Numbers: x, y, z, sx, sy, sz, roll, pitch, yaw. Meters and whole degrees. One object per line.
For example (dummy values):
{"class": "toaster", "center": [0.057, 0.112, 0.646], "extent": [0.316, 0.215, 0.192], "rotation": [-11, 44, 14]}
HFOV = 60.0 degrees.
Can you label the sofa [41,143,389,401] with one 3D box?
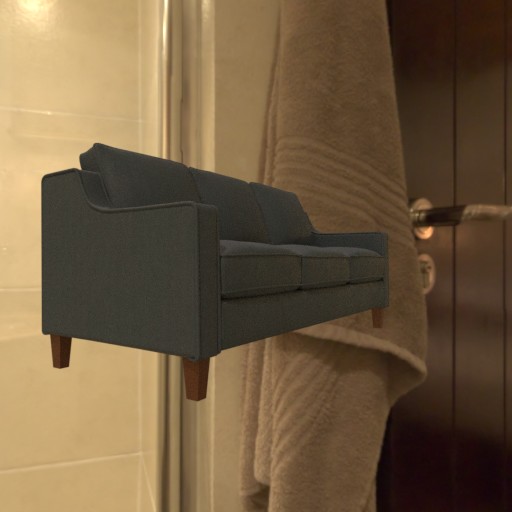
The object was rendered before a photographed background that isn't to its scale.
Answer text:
{"class": "sofa", "center": [0.000, 0.000, 2.479], "extent": [0.911, 0.974, 1.986], "rotation": [0, 0, 34]}
